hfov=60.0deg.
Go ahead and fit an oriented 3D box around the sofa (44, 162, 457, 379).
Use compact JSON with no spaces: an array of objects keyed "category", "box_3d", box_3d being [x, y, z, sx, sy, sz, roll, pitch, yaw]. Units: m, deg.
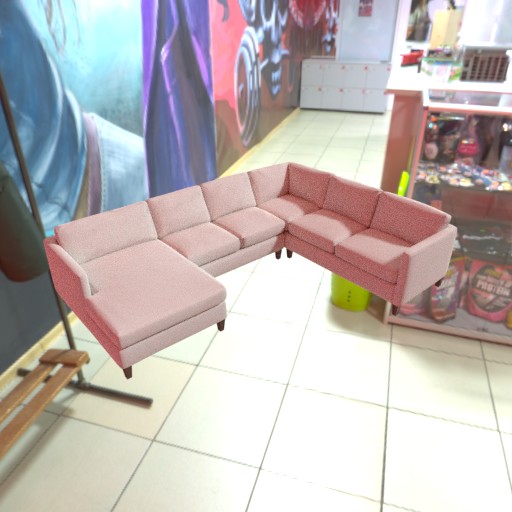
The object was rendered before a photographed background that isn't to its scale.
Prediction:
[{"category":"sofa","box_3d":[0.000,0.000,4.646,3.459,0.956,2.593,-23,37,-34]}]
